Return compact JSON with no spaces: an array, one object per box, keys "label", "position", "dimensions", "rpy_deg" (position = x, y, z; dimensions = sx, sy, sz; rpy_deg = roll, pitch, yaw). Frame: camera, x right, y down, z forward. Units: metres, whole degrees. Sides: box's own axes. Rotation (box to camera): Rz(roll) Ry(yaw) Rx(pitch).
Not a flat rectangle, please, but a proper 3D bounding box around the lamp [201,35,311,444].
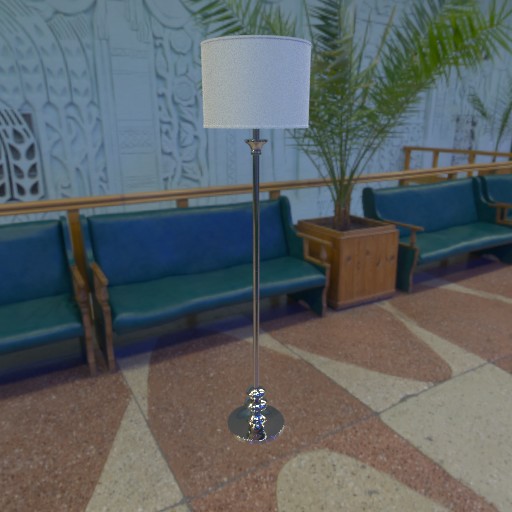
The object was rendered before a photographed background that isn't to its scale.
[{"label":"lamp","position":[0.000,0.000,1.650],"dimensions":[0.356,1.487,0.356],"rpy_deg":[-9,19,-26]}]
